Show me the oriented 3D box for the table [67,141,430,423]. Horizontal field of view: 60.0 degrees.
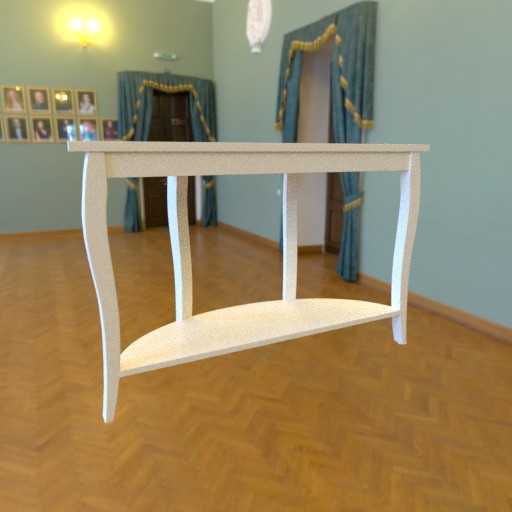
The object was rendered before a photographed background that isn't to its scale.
[{"bbox_3d":[0.000,0.000,1.593,1.219,0.780,0.394,-7,15,-27],"label":"table"}]
